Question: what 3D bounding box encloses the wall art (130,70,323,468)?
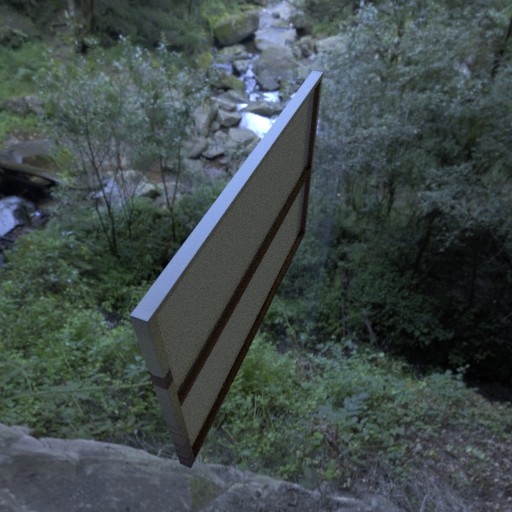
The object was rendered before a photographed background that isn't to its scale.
[{"bbox_3d":[0.000,0.000,1.460,0.040,0.765,1.149,16,48,15],"label":"wall art"}]
